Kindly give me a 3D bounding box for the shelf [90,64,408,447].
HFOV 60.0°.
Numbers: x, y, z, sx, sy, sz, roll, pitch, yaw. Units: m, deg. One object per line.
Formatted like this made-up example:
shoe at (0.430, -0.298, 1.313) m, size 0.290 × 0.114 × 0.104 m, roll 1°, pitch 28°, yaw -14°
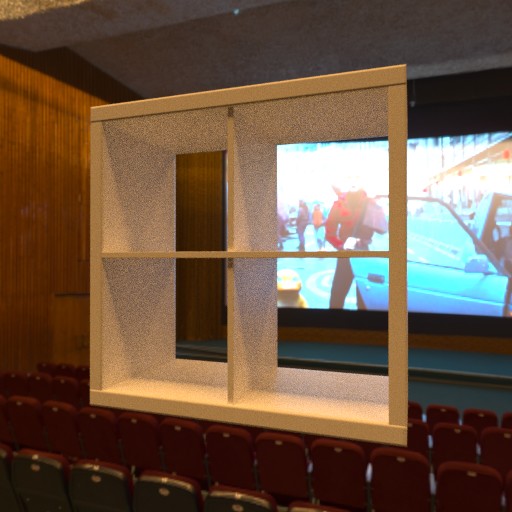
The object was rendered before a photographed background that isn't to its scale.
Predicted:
shelf at (0.000, 0.000, 1.224) m, size 0.790 × 0.786 × 0.390 m, roll 0°, pitch 0°, yaw 19°
